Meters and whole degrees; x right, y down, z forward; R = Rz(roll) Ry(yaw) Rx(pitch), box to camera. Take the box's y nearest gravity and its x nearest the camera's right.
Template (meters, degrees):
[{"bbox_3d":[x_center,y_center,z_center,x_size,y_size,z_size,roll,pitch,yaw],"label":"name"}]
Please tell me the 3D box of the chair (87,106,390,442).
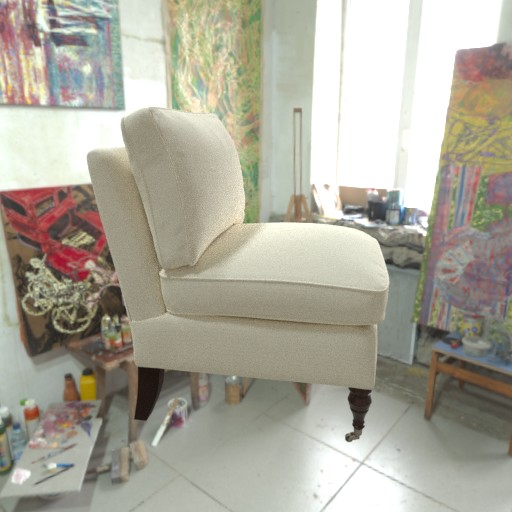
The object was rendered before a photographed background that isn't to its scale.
[{"bbox_3d":[0.000,0.000,1.416,0.781,0.887,0.630,3,16,10],"label":"chair"}]
